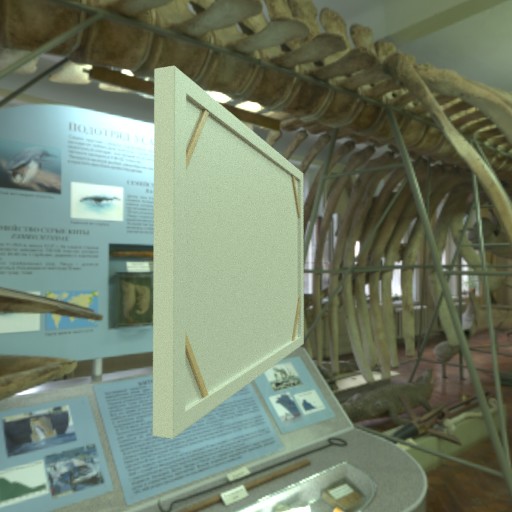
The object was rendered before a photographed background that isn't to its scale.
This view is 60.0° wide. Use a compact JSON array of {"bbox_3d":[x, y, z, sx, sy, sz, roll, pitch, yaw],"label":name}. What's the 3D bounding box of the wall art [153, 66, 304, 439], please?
[{"bbox_3d":[0.000,0.000,1.160,0.038,0.609,0.914,0,-1,19],"label":"wall art"}]
